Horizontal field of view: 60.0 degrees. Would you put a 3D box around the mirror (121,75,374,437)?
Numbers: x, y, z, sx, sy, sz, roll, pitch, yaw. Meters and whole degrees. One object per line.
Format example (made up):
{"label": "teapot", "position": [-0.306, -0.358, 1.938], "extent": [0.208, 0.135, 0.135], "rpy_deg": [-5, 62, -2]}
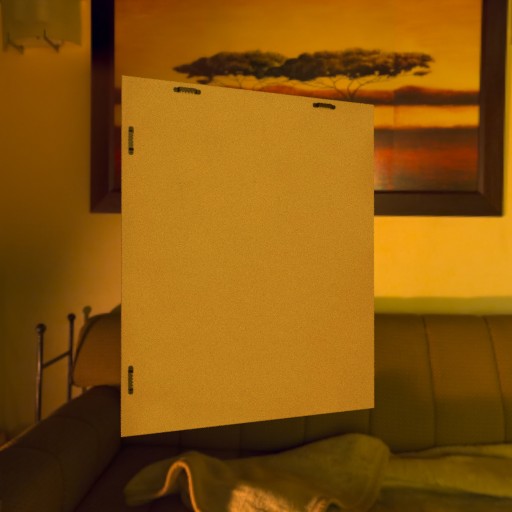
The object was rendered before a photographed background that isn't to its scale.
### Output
{"label": "mirror", "position": [0.000, 0.000, 0.698], "extent": [0.406, 0.509, 0.041], "rpy_deg": [0, 0, -17]}
